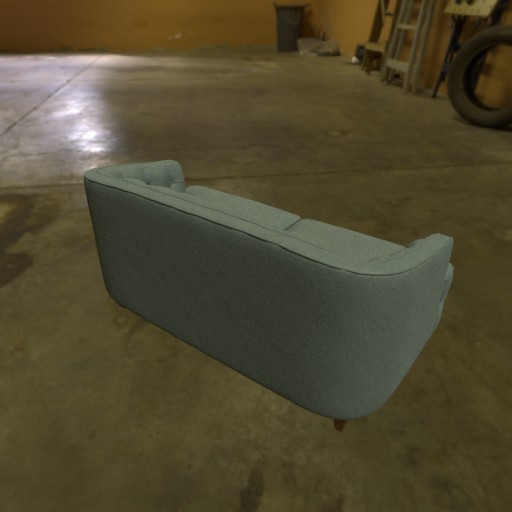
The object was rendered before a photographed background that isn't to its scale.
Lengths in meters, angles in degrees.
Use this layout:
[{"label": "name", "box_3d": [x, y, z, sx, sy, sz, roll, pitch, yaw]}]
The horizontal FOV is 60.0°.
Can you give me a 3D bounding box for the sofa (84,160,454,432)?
[{"label": "sofa", "box_3d": [0.000, 0.000, 2.267, 1.733, 0.855, 0.941, 21, 36, 31]}]
